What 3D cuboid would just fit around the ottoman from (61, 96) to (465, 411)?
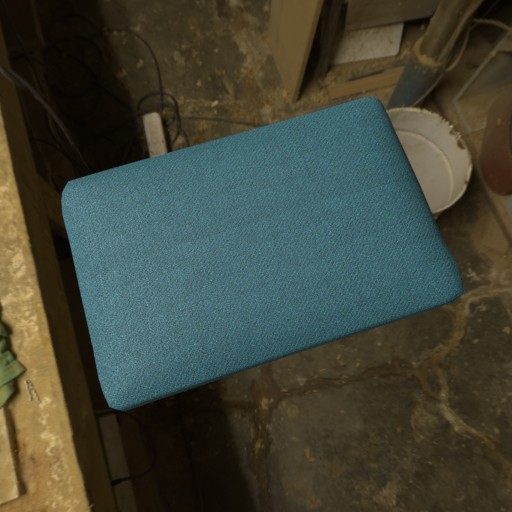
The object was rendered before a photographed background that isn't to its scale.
[{"bbox_3d":[0.000,0.000,1.203,0.856,0.498,0.563,-17,76,-4],"label":"ottoman"}]
